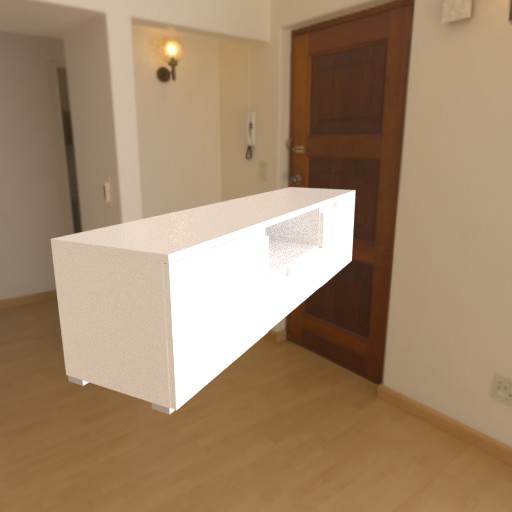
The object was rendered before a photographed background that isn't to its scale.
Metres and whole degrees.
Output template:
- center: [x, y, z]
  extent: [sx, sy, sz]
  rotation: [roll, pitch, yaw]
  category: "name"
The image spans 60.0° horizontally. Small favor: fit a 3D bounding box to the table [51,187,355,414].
- center: [0.000, 0.000, 1.858]
  extent: [0.390, 0.420, 1.650]
  rotation: [7, 16, 26]
  category: "table"
